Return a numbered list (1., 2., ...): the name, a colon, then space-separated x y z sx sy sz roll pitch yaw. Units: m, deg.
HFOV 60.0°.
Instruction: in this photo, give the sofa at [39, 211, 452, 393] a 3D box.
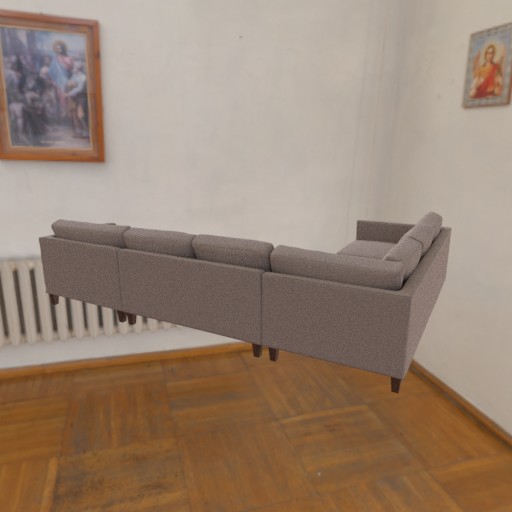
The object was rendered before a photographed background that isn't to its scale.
1. sofa: 0.000 0.000 4.533 3.438 0.865 2.424 8 17 27
